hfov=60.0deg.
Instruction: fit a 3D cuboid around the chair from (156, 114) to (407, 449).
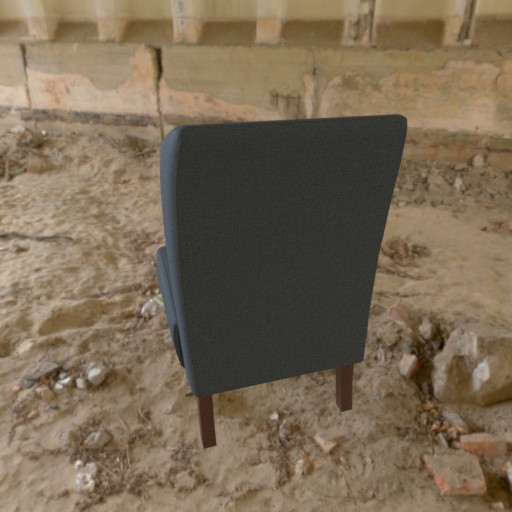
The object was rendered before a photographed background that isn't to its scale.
[{"bbox_3d":[0.000,0.000,1.207,0.513,0.804,0.592,-8,27,-16],"label":"chair"}]
